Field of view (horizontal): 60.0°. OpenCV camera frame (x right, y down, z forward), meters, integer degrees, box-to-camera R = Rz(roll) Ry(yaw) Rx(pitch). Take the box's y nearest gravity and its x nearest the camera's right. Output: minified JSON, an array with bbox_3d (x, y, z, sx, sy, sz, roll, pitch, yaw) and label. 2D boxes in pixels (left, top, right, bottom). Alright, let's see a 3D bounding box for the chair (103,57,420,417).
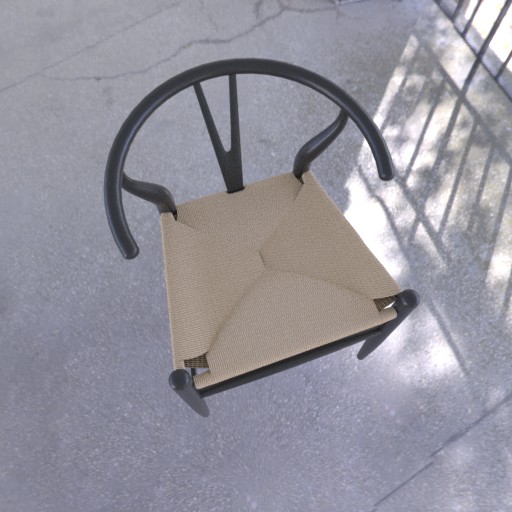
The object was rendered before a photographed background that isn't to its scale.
[{"bbox_3d":[0.000,0.000,1.123,0.570,0.739,0.570,-18,65,-9],"label":"chair"}]
